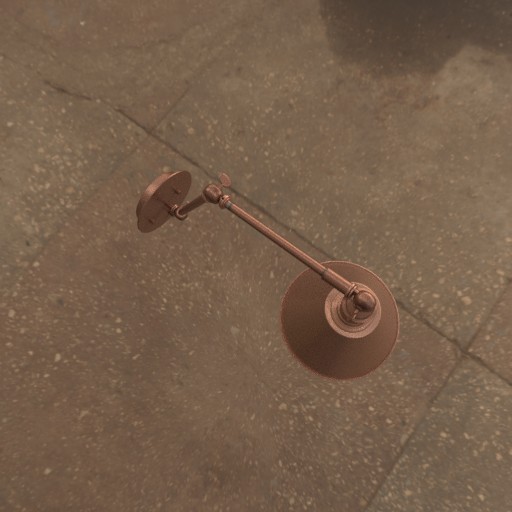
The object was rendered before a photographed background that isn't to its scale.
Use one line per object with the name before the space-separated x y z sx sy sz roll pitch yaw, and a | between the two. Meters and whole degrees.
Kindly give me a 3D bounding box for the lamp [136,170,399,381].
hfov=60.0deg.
lamp | 0.000 0.000 0.879 0.624 0.502 0.223 38 78 9
